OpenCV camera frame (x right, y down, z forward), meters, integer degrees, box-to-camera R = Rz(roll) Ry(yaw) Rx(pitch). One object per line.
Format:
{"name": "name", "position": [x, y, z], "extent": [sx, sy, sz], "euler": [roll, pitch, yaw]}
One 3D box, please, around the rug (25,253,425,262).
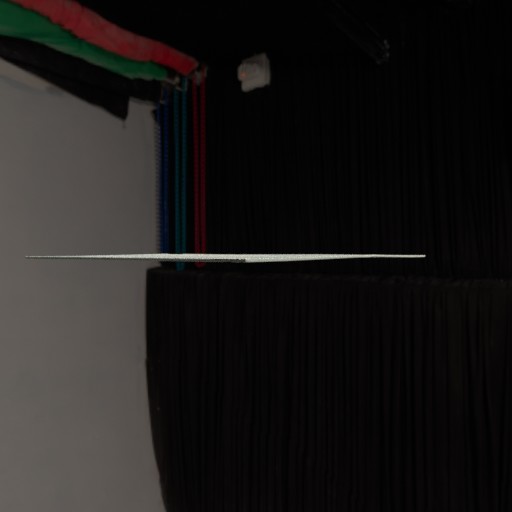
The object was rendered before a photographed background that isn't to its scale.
{"name": "rug", "position": [0.000, 0.000, 5.267], "extent": [2.802, 0.052, 4.078], "euler": [0, 1, 36]}
